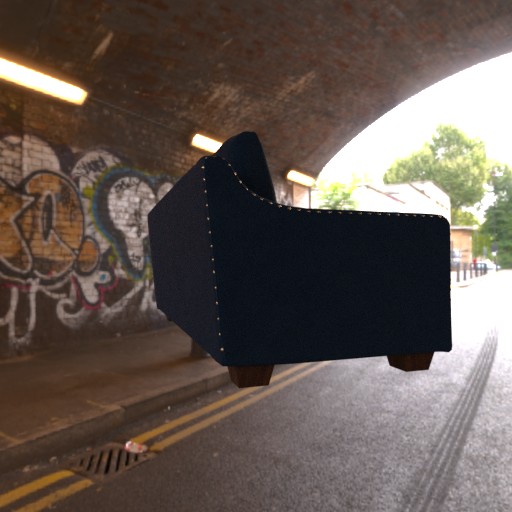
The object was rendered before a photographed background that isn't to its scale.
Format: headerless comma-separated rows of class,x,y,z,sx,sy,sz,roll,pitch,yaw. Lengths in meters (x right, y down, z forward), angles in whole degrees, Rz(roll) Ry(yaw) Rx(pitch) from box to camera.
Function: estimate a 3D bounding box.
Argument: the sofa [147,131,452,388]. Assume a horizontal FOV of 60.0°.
sofa,0.000,0.000,2.684,1.104,0.983,2.107,0,-1,-19
